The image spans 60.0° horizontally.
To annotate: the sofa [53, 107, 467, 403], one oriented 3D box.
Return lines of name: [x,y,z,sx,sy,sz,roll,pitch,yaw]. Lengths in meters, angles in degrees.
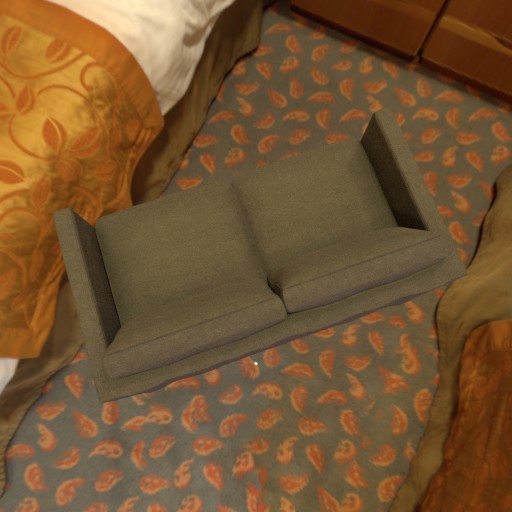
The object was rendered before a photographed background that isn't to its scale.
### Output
sofa: [0.000,0.000,2.380,1.802,0.854,0.974,-18,77,-4]
